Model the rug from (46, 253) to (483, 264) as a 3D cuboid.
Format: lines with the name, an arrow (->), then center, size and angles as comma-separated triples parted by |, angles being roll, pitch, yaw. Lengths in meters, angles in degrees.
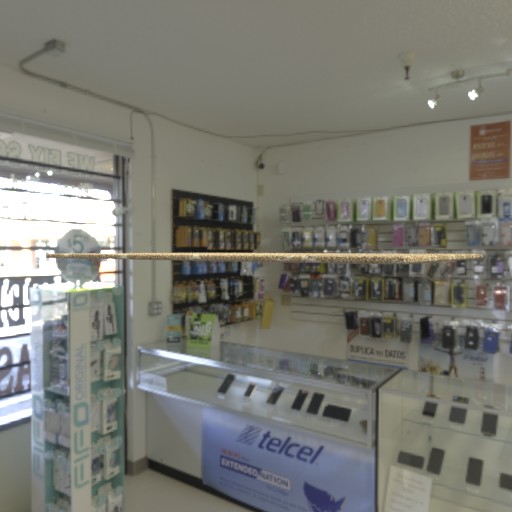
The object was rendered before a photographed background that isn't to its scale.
rug -> 0.000, 0.000, 2.898 | 2.438, 0.030, 1.524 | 0, 1, 36
